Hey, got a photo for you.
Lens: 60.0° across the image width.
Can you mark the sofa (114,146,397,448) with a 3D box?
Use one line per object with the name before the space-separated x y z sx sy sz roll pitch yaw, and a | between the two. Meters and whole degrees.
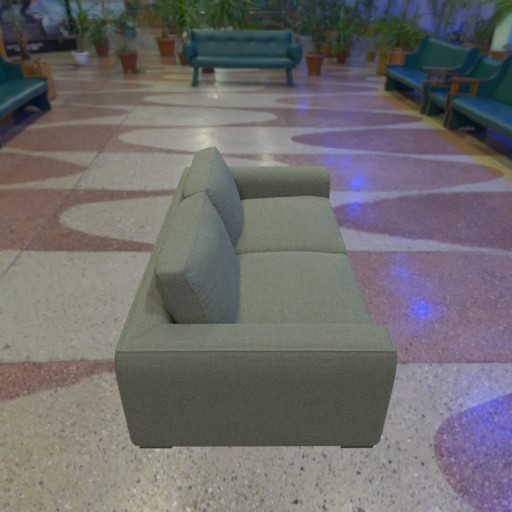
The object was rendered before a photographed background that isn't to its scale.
sofa | 0.000 0.000 2.470 1.069 0.800 1.920 0 32 0
